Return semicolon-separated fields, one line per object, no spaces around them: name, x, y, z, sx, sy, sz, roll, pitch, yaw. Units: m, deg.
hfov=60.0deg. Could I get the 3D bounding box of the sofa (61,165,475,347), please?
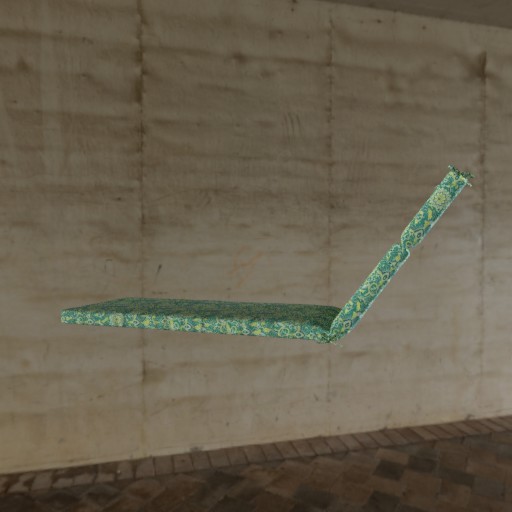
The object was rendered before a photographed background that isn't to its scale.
sofa;0.000;0.000;1.938;1.663;0.622;0.582;0;2;18
